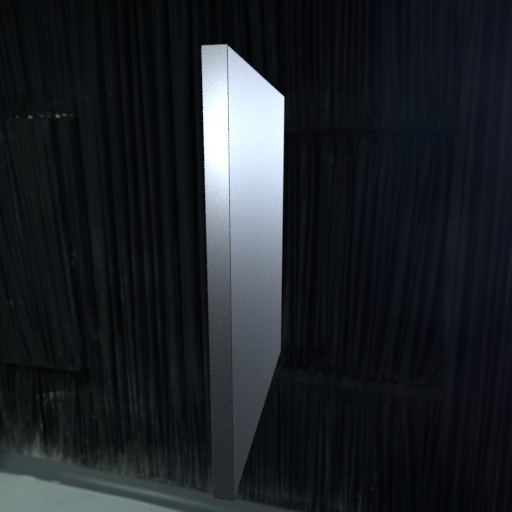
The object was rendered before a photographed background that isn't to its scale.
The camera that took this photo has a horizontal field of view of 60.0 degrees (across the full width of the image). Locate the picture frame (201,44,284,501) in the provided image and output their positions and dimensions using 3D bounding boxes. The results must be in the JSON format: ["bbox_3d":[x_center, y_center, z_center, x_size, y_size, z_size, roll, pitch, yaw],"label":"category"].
[{"bbox_3d":[0.000,0.000,0.743,0.028,0.556,0.460,3,14,11],"label":"picture frame"}]
